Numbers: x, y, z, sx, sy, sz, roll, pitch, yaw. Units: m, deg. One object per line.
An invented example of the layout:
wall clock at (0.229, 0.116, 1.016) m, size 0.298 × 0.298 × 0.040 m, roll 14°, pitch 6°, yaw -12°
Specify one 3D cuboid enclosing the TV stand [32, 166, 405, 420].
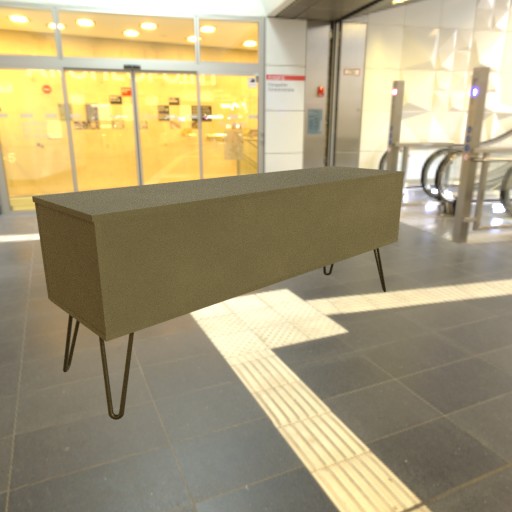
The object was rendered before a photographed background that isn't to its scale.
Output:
TV stand at (0.000, 0.000, 1.669) m, size 1.400 × 0.560 × 0.400 m, roll -15°, pitch 22°, yaw -42°
